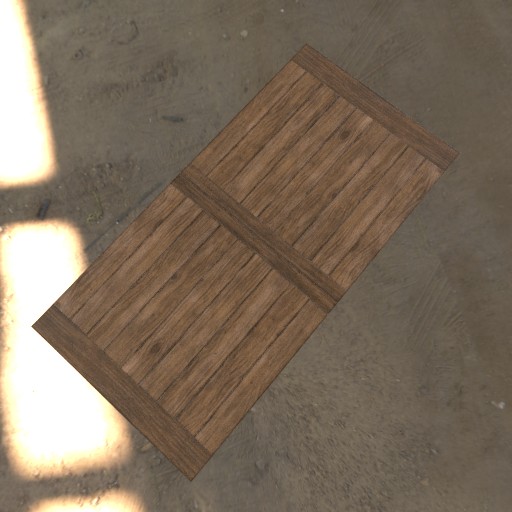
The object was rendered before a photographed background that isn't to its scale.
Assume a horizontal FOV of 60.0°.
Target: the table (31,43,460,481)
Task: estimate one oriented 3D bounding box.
[{"bbox_3d":[0.000,0.000,2.356,0.931,0.757,1.867,40,79,9],"label":"table"}]
